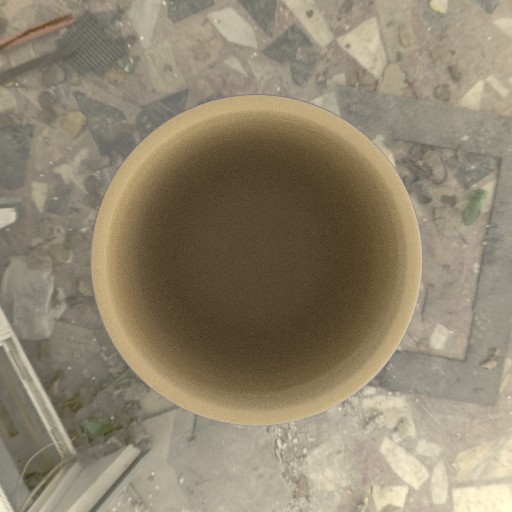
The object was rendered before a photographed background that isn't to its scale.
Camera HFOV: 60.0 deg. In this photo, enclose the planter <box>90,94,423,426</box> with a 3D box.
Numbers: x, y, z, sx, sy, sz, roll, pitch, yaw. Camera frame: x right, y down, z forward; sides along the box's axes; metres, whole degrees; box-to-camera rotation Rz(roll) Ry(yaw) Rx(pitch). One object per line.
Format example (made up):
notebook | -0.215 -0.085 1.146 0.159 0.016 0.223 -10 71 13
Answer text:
planter | 0.000 0.000 0.342 0.184 0.206 0.184 0 92 0
